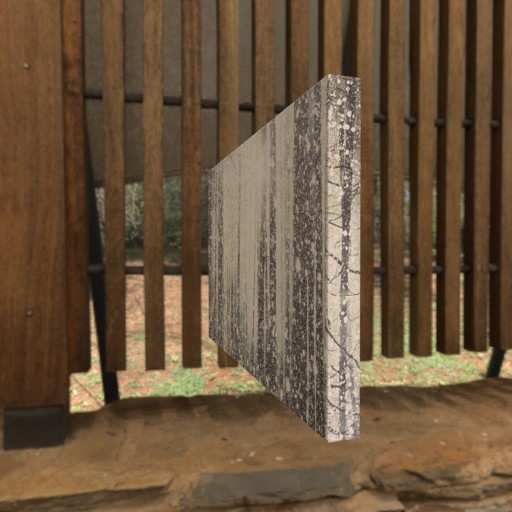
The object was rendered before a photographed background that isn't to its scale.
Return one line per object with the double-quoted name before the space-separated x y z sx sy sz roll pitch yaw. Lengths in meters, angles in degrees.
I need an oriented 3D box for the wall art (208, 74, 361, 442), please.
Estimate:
"wall art" 0.000 0.000 0.775 0.042 0.398 0.618 0 1 -18
